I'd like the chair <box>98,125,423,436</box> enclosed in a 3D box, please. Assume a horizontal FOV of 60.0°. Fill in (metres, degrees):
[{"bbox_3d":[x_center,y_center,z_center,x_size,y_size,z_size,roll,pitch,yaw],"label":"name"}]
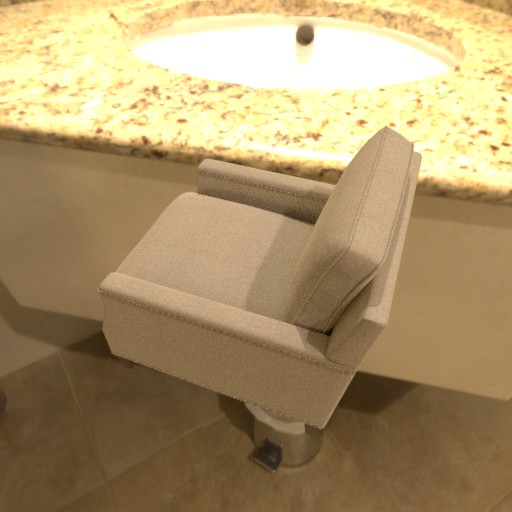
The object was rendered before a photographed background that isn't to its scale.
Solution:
[{"bbox_3d":[0.000,0.000,1.734,1.014,0.943,0.853,15,47,14],"label":"chair"}]
